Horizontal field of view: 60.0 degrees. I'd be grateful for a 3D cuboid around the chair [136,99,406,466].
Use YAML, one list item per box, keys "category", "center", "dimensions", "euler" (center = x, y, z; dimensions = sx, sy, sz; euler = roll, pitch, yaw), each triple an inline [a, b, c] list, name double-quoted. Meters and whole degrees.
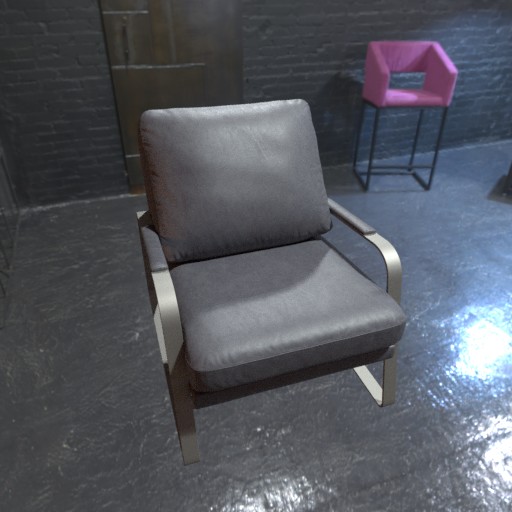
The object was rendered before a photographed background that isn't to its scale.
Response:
- category: "chair"
  center: [0.000, 0.000, 1.456]
  dimensions: [0.692, 0.839, 0.878]
  euler: [-10, 34, -15]
